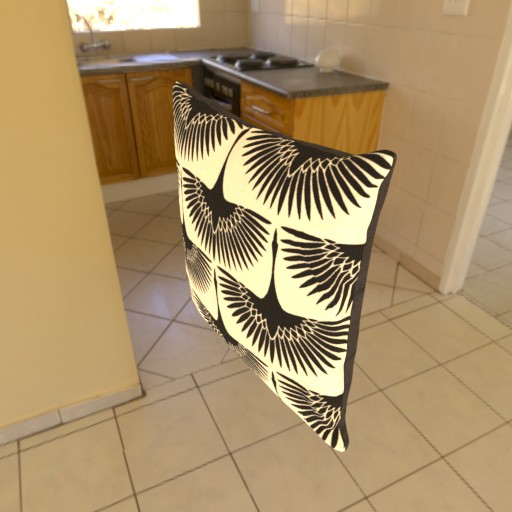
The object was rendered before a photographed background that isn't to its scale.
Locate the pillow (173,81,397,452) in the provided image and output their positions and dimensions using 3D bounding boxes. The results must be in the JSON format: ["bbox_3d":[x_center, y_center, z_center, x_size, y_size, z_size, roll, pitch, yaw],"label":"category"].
[{"bbox_3d":[0.000,0.000,0.660,0.139,0.432,0.432,-21,37,-30],"label":"pillow"}]
